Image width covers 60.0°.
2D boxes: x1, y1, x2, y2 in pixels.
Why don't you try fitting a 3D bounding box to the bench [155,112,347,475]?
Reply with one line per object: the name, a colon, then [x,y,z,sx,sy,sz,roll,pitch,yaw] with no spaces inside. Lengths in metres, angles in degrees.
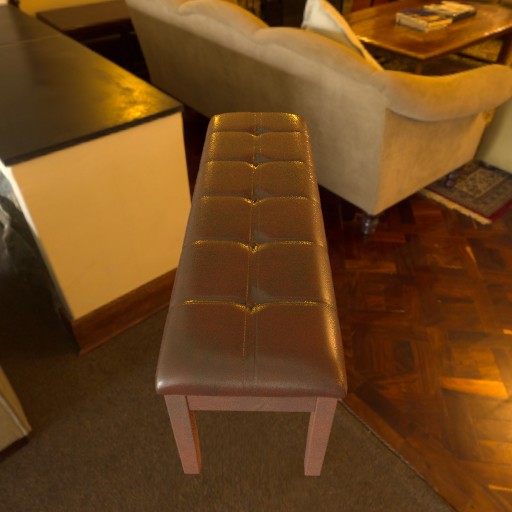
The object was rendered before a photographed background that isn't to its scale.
bench: [0.000,0.000,1.491,0.401,0.491,1.259,1,42,1]
